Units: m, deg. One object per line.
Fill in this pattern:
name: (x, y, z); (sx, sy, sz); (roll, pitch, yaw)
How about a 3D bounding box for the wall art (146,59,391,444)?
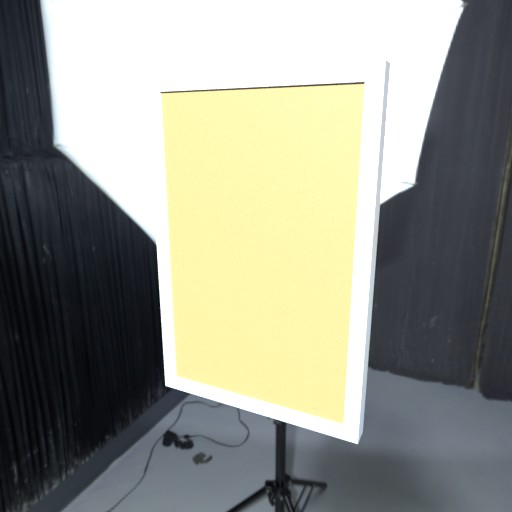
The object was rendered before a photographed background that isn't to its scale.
wall art: (0.000, 0.000, 0.782); (0.408, 0.611, 0.038); (8, 17, 25)
